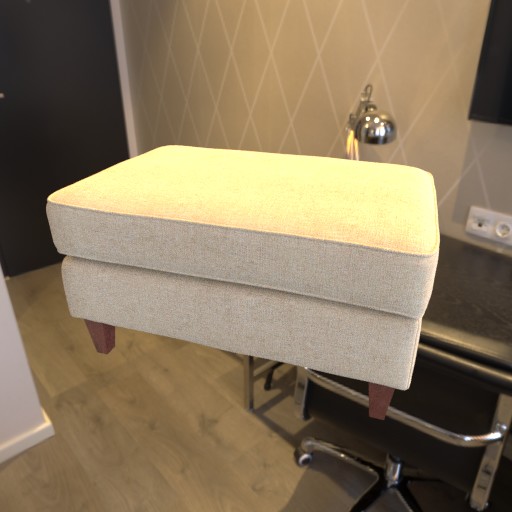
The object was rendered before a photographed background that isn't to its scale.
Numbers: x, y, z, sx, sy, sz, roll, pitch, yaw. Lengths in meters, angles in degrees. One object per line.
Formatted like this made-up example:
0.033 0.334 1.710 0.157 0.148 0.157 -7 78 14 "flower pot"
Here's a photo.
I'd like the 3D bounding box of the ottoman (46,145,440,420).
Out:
0.000 0.000 1.208 0.862 0.484 0.583 8 28 16 "ottoman"
